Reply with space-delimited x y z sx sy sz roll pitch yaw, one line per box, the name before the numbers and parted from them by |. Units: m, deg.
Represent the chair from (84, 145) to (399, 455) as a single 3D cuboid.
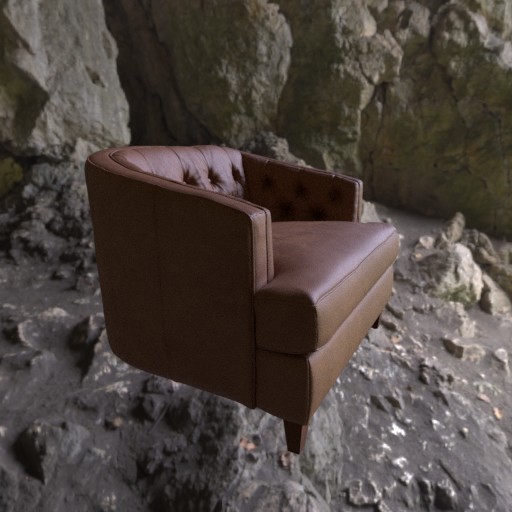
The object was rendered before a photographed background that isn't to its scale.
chair | 0.000 0.000 1.735 0.911 0.836 1.119 7 16 26
